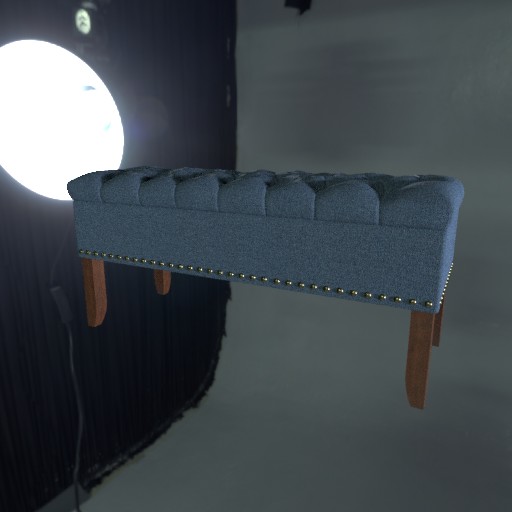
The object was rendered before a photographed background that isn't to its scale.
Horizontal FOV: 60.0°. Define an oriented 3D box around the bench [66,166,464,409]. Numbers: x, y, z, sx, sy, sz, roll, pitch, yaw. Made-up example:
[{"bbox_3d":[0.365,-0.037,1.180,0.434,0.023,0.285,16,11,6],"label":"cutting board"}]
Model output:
[{"bbox_3d":[0.000,0.000,1.293,1.052,0.492,0.417,7,16,26],"label":"bench"}]
